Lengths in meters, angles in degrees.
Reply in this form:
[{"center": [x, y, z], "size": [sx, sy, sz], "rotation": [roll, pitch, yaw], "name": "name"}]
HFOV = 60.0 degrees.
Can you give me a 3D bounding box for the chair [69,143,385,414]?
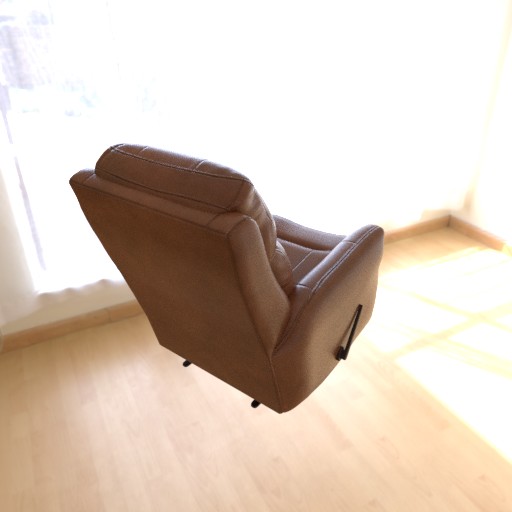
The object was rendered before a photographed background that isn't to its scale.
[{"center": [0.000, 0.000, 1.789], "size": [0.821, 1.016, 1.072], "rotation": [20, 35, 32], "name": "chair"}]
